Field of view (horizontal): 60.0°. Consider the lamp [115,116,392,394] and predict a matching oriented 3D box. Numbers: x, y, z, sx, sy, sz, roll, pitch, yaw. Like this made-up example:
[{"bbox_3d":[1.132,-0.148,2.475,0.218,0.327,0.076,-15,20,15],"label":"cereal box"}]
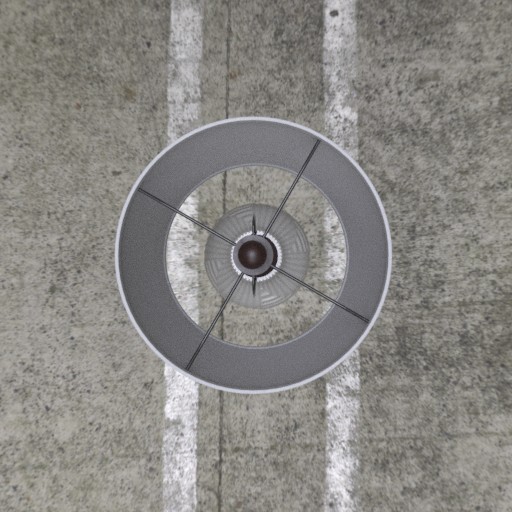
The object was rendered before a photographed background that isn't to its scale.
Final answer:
[{"bbox_3d":[0.000,0.000,0.755,0.318,0.567,0.318,0,90,1],"label":"lamp"}]
